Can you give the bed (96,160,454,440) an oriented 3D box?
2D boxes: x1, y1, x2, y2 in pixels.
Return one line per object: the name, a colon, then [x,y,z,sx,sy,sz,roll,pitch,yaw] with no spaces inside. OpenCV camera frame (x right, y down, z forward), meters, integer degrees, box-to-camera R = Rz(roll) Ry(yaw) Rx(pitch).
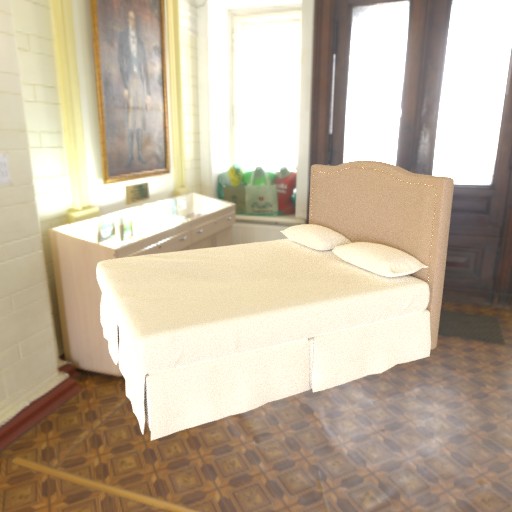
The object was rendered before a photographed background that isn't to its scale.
bed: [0.000,0.000,3.510,2.282,1.436,1.821,-7,17,-25]
